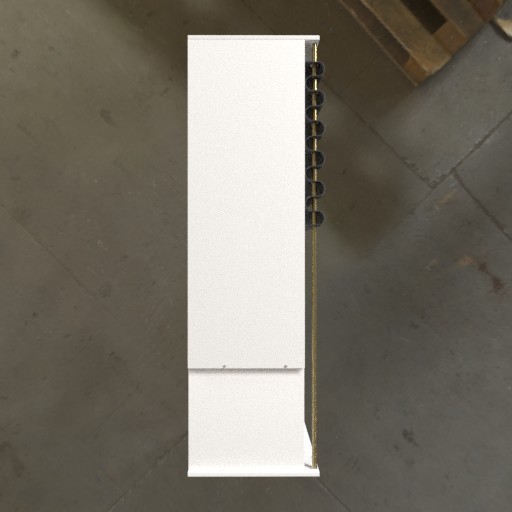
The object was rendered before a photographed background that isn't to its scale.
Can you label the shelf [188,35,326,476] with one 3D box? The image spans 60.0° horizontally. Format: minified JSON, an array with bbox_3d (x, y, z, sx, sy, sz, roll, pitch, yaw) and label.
[{"bbox_3d":[0.000,0.000,2.509,0.500,1.810,1.600,0,90,0],"label":"shelf"}]
